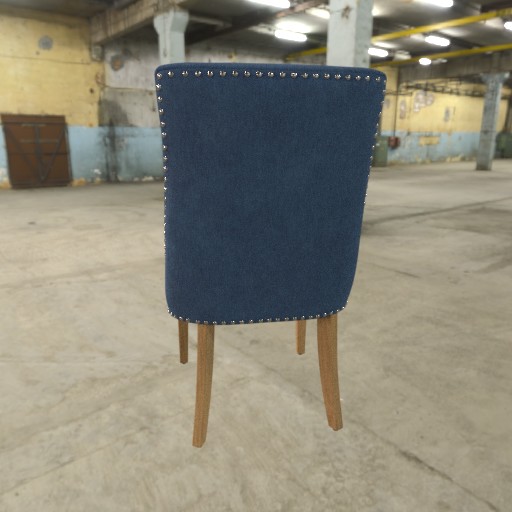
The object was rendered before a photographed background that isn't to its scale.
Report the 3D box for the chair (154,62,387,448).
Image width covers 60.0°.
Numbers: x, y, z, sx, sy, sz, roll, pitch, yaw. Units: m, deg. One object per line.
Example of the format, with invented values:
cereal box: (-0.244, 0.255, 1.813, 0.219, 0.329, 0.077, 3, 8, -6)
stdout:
chair: (0.000, 0.000, 1.226, 0.495, 0.902, 0.610, -2, 14, -9)
